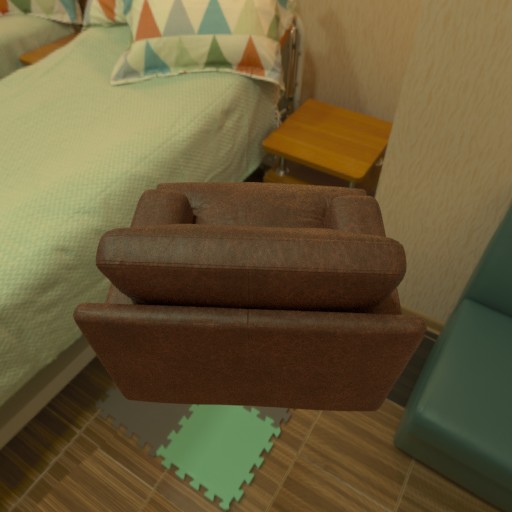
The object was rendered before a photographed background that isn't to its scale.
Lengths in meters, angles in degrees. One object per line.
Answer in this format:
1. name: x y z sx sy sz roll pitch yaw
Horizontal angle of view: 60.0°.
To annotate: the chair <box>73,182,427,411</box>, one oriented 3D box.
1. chair: 0.000 0.000 1.964 1.168 0.939 1.143 2 47 2
